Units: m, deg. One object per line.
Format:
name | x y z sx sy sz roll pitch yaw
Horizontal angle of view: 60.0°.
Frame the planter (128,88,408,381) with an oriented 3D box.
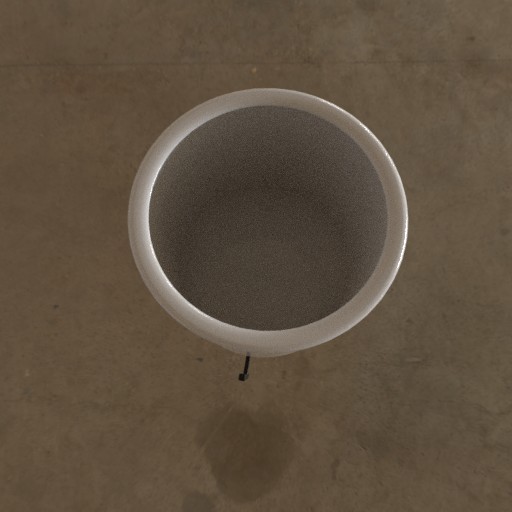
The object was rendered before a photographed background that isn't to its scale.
planter | 0.000 0.000 0.649 0.308 0.431 0.307 35 78 9
